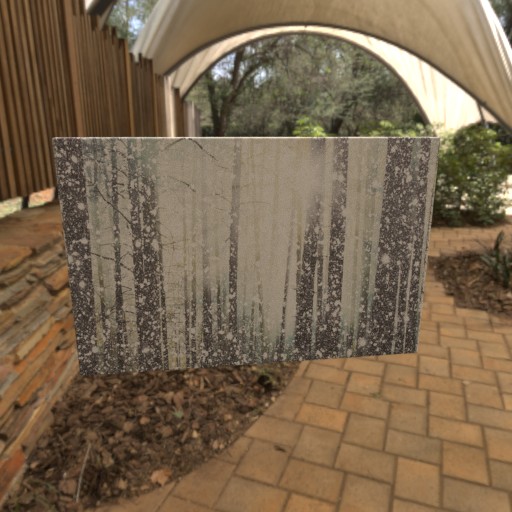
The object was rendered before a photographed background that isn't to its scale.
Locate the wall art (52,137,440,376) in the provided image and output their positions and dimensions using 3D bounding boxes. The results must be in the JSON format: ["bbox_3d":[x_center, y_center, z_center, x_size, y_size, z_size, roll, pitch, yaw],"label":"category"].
[{"bbox_3d":[0.000,0.000,0.770,0.618,0.398,0.042,-2,16,-7],"label":"wall art"}]
